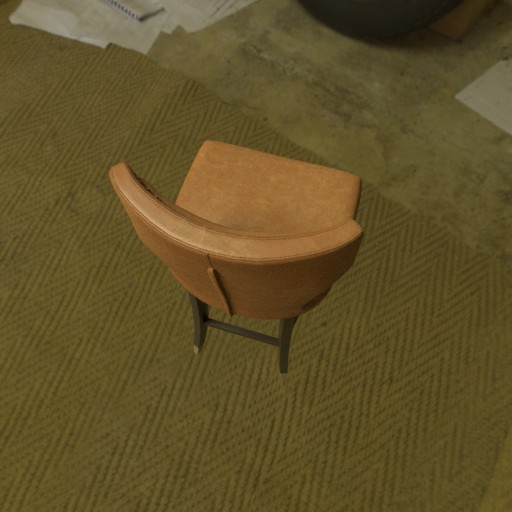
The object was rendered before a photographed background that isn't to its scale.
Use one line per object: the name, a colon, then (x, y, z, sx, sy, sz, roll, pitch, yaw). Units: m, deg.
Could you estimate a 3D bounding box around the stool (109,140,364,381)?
stool: (0.000, 0.000, 1.380, 0.526, 1.092, 0.563, 15, 64, 8)
